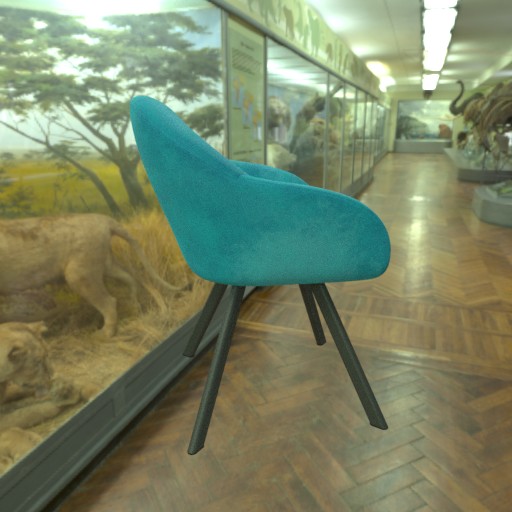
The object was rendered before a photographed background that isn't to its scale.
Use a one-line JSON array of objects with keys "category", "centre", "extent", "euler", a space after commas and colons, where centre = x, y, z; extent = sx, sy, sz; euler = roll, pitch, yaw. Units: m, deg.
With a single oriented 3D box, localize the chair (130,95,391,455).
[{"category": "chair", "centre": [0.000, 0.000, 1.176], "extent": [0.590, 0.795, 0.550], "euler": [-3, 17, -10]}]
